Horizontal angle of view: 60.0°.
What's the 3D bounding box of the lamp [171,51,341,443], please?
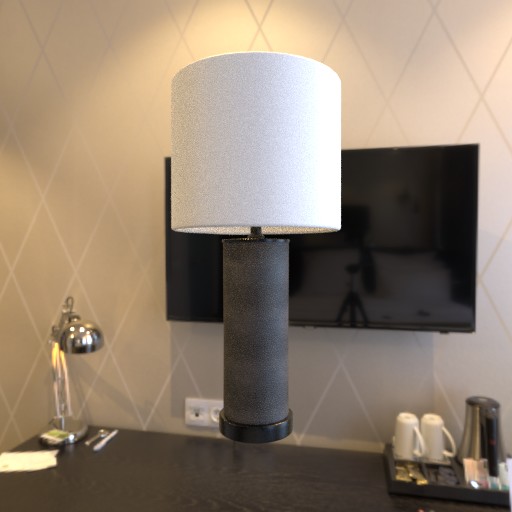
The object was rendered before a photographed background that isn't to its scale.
[{"bbox_3d":[0.000,0.000,0.814,0.305,0.634,0.305,0,1,-18],"label":"lamp"}]
